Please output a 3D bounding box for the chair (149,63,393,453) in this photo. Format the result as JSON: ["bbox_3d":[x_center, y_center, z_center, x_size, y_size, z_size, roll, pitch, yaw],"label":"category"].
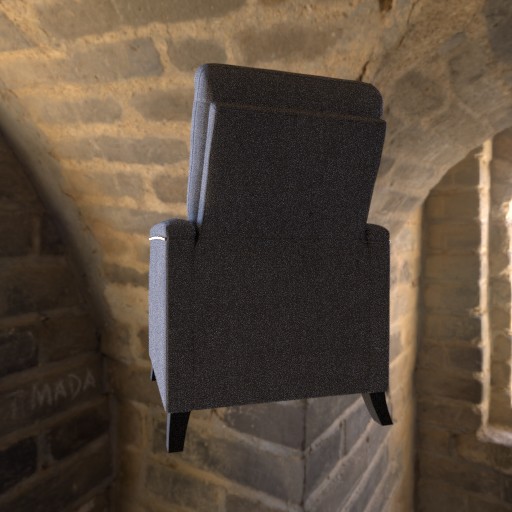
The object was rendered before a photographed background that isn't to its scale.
[{"bbox_3d":[0.000,0.000,1.592,0.710,1.049,0.922,0,0,-17],"label":"chair"}]
